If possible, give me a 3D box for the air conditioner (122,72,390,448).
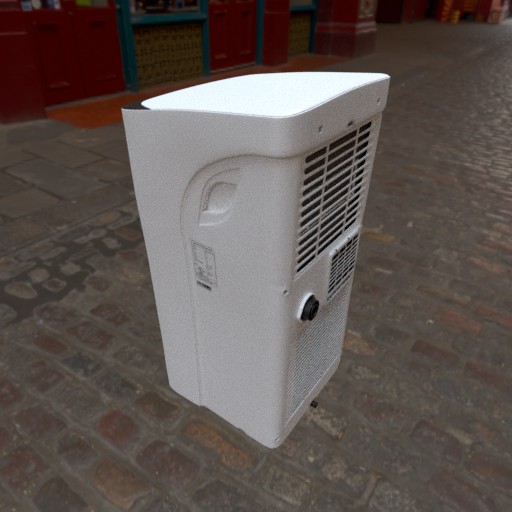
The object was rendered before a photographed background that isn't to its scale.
[{"bbox_3d":[0.000,0.000,0.923,0.369,0.716,0.352,20,37,29],"label":"air conditioner"}]
